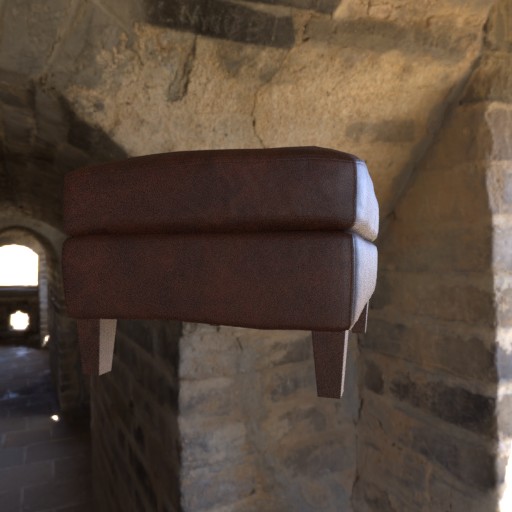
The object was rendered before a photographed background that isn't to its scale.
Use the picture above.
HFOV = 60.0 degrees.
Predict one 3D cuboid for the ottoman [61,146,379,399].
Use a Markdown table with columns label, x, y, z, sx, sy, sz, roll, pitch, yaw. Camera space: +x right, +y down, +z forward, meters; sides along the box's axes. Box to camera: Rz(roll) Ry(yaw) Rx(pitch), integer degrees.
| label | x | y | z | sx | sy | sz | roll | pitch | yaw |
| --- | --- | --- | --- | --- | --- | --- | --- | --- | --- |
| ottoman | 0.000 | 0.000 | 1.263 | 0.659 | 0.527 | 0.887 | 0 | 0 | 17 |
